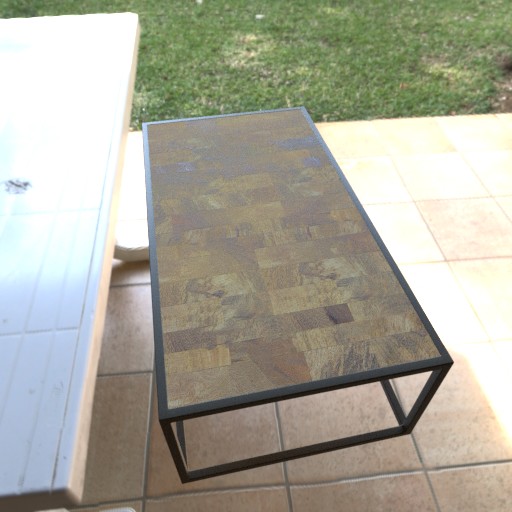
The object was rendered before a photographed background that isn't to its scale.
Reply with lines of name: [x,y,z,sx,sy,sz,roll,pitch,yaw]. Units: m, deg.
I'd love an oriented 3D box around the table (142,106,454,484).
table: [0.000,0.000,1.486,0.649,0.398,1.199,-9,47,-8]
